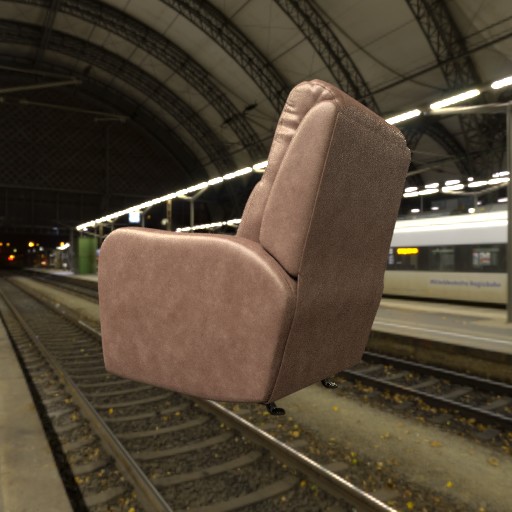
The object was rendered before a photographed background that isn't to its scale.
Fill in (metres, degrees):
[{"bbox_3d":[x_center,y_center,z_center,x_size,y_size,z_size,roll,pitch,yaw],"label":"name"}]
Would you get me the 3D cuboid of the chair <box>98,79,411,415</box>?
[{"bbox_3d":[0.000,0.000,1.812,1.067,1.067,0.865,0,-1,37],"label":"chair"}]
